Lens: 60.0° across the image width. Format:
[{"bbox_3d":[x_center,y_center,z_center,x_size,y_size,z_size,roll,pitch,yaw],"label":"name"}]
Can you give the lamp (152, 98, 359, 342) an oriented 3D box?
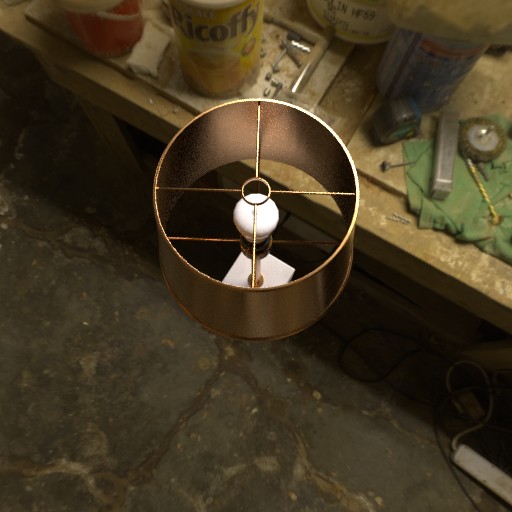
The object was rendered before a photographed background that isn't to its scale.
[{"bbox_3d":[0.000,0.000,0.530,0.208,0.406,0.208,0,76,0],"label":"lamp"}]
